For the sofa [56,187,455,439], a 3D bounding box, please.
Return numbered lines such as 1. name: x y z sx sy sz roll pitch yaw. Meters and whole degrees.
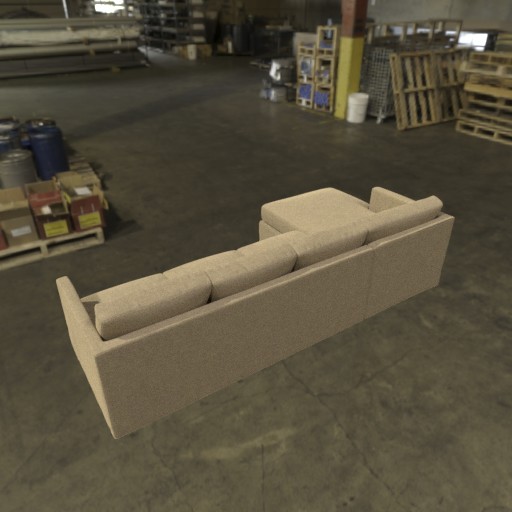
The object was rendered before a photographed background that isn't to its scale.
1. sofa: 0.000 0.000 3.877 3.198 0.920 1.638 -18 35 -28
